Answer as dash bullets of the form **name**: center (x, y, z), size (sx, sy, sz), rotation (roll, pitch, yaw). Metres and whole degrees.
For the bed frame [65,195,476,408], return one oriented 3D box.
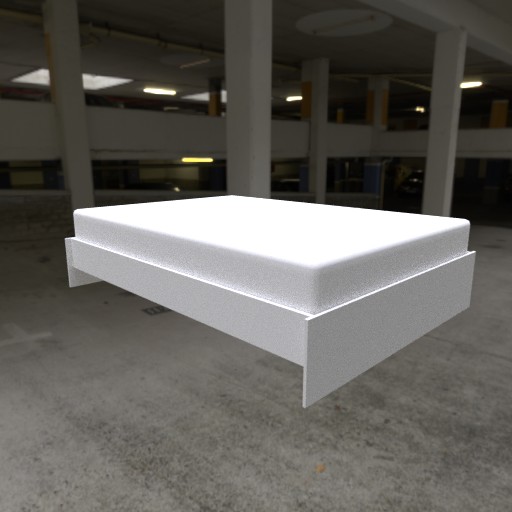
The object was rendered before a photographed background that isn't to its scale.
- **bed frame**: center (0.000, 0.000, 2.611), size (1.445, 0.497, 1.945), rotation (-13, 18, -43)
